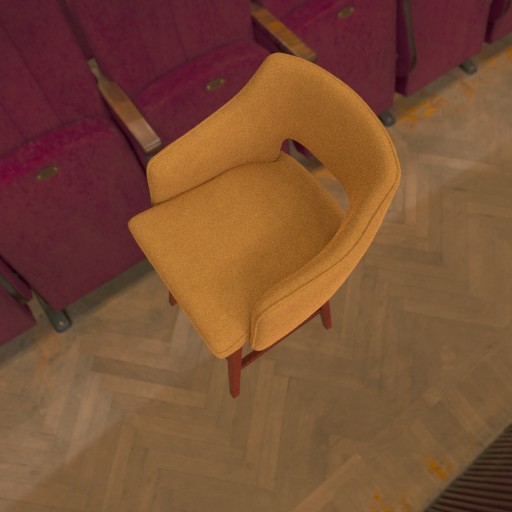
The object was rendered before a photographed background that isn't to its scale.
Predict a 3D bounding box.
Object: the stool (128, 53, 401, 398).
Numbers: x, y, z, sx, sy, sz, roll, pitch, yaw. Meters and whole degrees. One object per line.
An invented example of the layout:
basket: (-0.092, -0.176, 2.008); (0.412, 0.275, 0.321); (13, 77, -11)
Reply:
stool: (0.000, 0.000, 1.350); (0.558, 1.012, 0.548); (-33, 69, -15)
